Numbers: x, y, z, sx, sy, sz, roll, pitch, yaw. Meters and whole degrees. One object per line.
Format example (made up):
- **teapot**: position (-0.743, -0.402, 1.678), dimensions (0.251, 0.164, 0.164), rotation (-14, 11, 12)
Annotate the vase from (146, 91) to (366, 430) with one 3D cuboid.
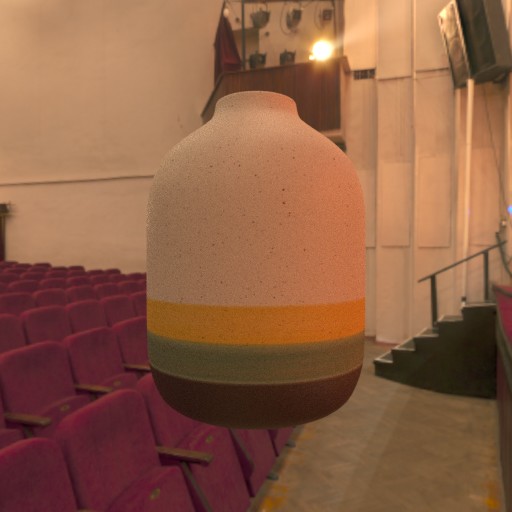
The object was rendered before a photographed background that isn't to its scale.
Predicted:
- **vase**: position (0.000, 0.000, 0.353), dimensions (0.169, 0.240, 0.169), rotation (0, 0, 0)
